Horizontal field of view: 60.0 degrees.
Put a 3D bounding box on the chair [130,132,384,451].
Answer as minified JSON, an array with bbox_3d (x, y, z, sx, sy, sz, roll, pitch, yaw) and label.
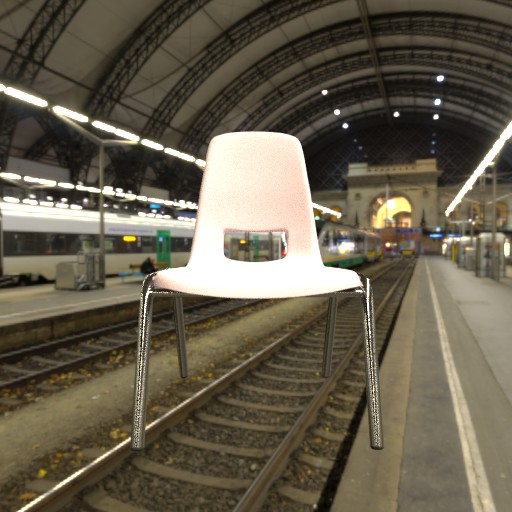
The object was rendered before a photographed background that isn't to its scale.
[{"bbox_3d":[0.000,0.000,0.796,0.354,0.537,0.385,0,1,-1],"label":"chair"}]
